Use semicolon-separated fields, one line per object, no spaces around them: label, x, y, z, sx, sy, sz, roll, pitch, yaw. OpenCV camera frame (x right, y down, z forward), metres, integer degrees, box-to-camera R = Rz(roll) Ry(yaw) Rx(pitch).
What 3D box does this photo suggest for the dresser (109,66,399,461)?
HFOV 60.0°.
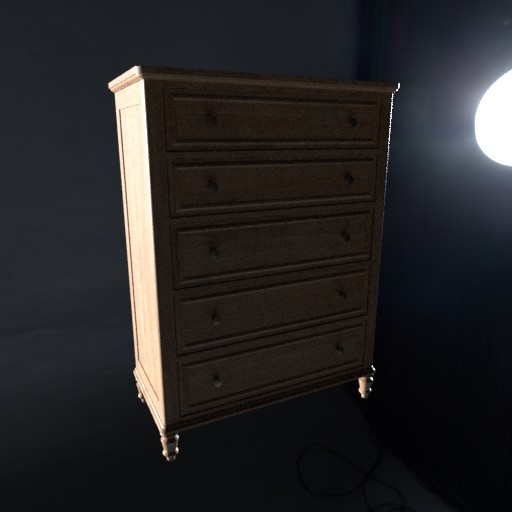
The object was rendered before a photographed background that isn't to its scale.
dresser;0.000;0.000;1.805;0.973;1.318;0.484;-7;17;-26
